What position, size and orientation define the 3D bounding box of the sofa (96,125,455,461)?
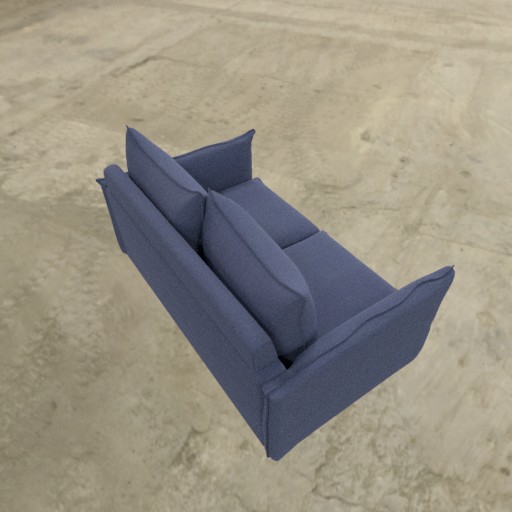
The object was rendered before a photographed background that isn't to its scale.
[{"bbox_3d":[0.000,0.000,1.839,0.820,0.840,1.300,-25,48,-25],"label":"sofa"}]
